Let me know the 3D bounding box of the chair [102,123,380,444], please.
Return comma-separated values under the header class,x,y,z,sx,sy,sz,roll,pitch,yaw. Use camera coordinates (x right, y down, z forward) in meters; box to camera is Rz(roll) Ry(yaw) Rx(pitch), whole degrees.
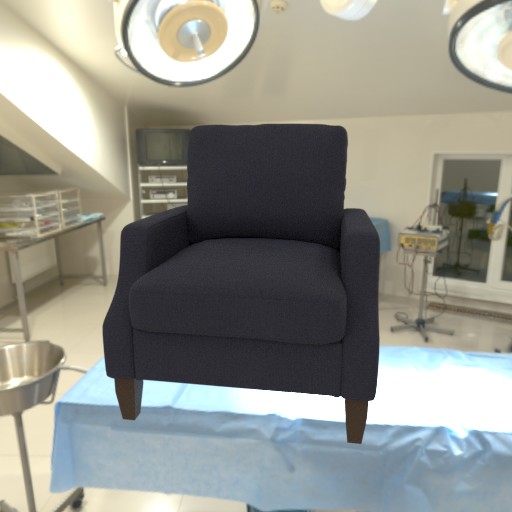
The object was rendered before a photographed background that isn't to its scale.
class,x,y,z,sx,sy,sz,roll,pitch,yaw
chair,0.000,0.000,1.677,0.855,0.991,0.897,2,13,9
